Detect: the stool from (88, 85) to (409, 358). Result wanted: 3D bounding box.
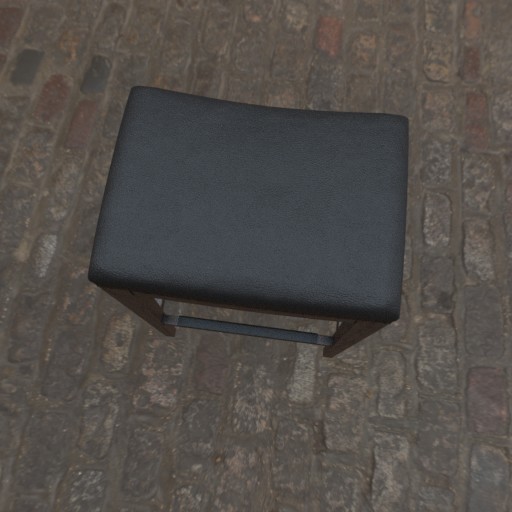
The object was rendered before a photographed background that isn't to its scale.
[{"bbox_3d":[0.000,0.000,1.003,0.500,0.765,0.361,7,75,2],"label":"stool"}]
